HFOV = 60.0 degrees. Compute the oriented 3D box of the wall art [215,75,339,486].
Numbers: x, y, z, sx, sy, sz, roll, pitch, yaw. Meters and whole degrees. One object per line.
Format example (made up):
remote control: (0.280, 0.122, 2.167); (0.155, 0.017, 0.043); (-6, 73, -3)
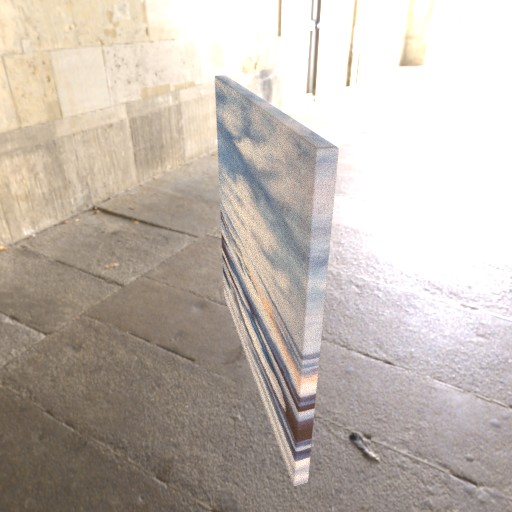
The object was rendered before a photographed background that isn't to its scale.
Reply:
wall art: (0.000, 0.000, 1.102); (0.035, 0.747, 0.747); (-8, 30, -13)
